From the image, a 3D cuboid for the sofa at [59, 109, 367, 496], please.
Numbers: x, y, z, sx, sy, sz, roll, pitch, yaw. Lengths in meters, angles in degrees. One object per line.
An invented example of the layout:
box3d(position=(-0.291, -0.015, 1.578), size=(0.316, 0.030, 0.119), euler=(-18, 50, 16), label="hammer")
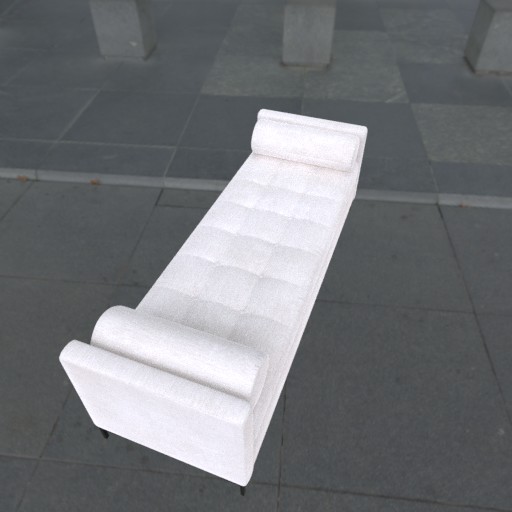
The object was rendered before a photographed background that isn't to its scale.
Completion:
box3d(position=(0.000, 0.000, 2.274), size=(0.686, 0.635, 1.981), euler=(15, 46, 15), label="sofa")
